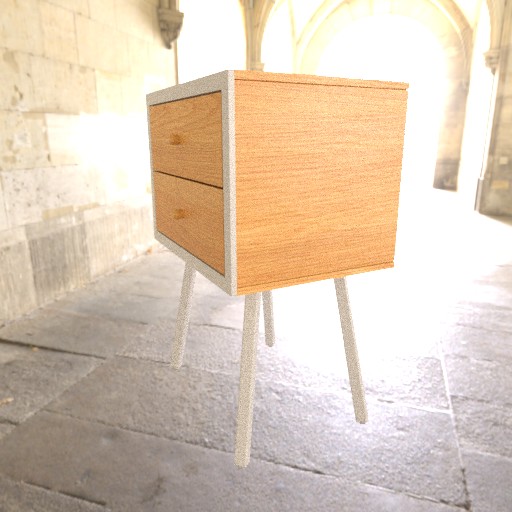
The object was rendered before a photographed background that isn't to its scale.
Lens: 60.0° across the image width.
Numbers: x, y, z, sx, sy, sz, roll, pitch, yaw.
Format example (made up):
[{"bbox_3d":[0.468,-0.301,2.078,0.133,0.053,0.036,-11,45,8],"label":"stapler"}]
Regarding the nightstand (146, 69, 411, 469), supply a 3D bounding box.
[{"bbox_3d":[0.000,0.000,0.847,0.316,0.601,0.400,-8,17,-26],"label":"nightstand"}]
